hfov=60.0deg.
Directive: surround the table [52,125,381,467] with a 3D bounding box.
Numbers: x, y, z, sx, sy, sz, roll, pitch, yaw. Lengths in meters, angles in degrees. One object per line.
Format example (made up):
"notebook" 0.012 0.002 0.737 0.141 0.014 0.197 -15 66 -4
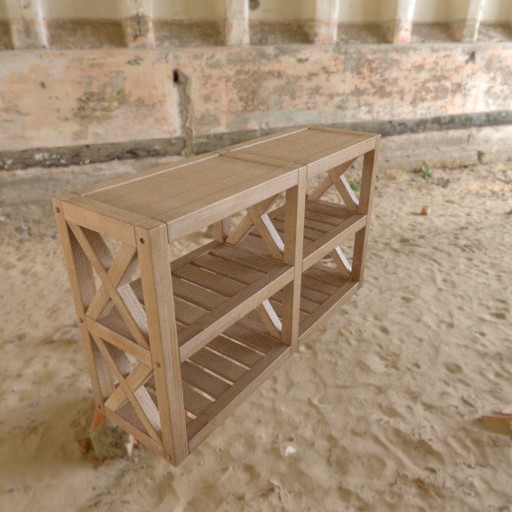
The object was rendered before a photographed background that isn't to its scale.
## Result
"table" 0.000 0.000 1.708 0.381 0.762 1.320 18 32 32
